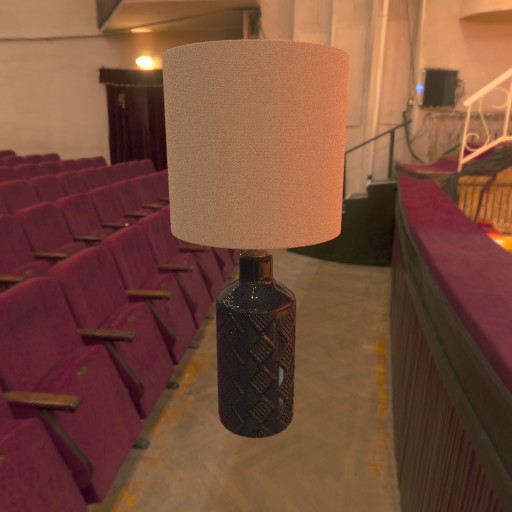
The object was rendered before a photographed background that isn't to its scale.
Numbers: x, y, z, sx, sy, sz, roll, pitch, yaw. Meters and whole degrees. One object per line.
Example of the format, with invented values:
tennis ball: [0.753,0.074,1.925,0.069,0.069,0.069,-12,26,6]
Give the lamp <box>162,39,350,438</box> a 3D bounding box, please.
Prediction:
lamp: [0.000,0.000,0.559,0.207,0.461,0.207,2,16,7]
